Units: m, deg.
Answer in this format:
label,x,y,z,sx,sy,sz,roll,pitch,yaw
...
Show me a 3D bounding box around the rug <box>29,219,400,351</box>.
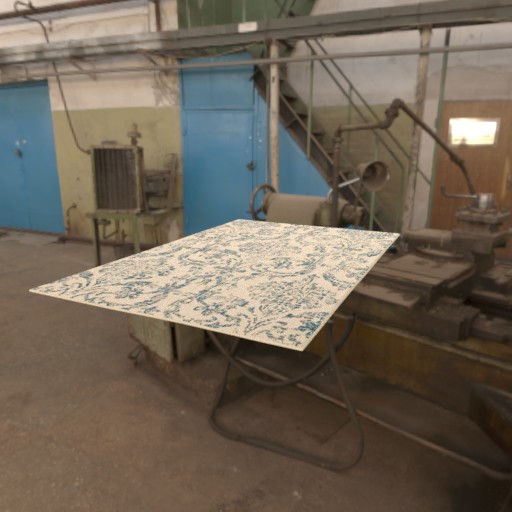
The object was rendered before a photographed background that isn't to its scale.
label,x,y,z,sx,sy,sz,roll,pitch,yaw
rug,0.000,0.000,2.380,1.213,0.012,1.831,7,17,25
